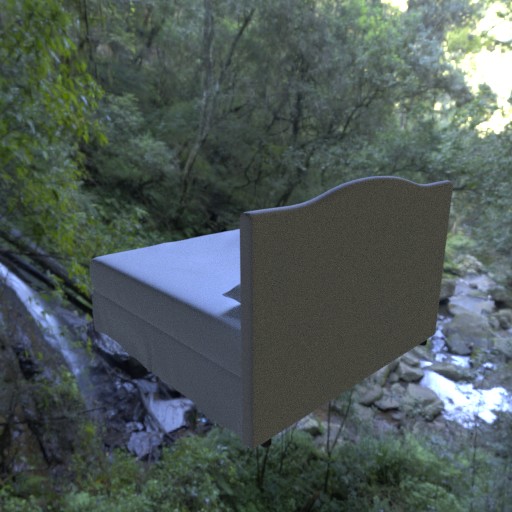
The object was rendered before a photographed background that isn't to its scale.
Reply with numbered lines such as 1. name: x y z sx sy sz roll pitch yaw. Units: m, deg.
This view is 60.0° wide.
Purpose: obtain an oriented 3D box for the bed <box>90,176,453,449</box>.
1. bed: 0.000 0.000 3.597 2.083 1.421 2.182 -14 21 -41
